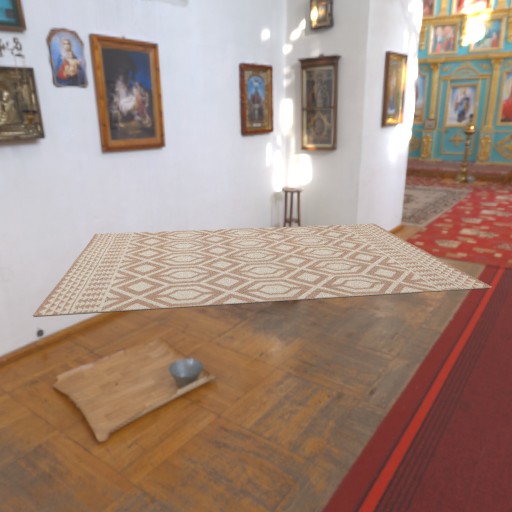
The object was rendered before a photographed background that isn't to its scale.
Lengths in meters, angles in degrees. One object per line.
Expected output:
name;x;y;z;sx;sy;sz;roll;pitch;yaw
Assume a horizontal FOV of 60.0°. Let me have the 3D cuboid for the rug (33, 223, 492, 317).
rug;0.000;0.000;2.313;1.829;0.008;1.219;-3;17;-9
